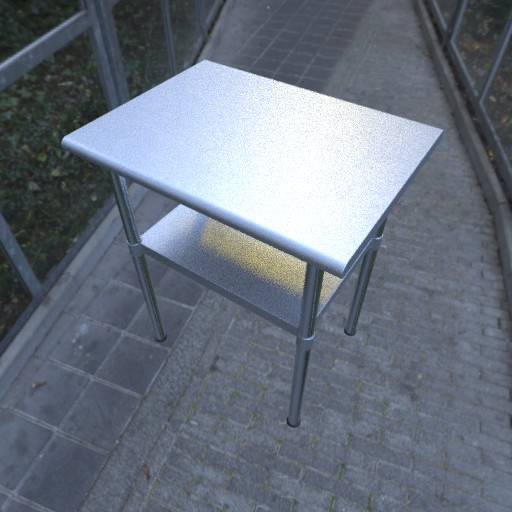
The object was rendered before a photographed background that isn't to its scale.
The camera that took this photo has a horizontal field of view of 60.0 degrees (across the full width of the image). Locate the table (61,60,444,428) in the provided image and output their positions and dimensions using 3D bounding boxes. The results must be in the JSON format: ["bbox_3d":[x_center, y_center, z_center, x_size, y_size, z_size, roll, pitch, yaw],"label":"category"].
[{"bbox_3d":[0.000,0.000,1.412,0.762,0.876,0.584,26,51,23],"label":"table"}]
